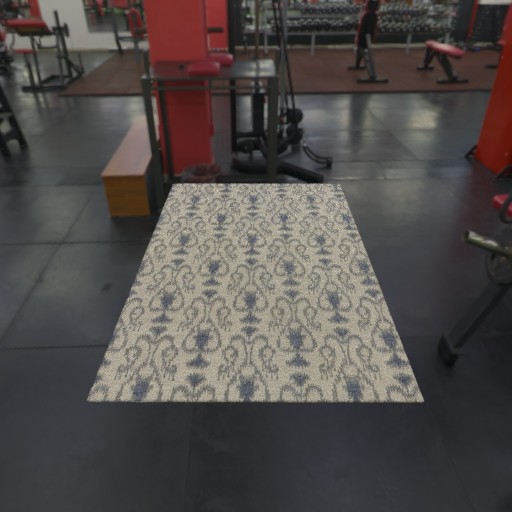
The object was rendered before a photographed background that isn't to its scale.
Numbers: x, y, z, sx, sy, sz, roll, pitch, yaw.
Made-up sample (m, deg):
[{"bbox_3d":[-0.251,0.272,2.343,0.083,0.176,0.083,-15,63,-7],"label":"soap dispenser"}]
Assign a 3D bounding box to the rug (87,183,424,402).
[{"bbox_3d":[0.000,0.000,2.048,1.035,0.006,1.652,0,33,0],"label":"rug"}]
